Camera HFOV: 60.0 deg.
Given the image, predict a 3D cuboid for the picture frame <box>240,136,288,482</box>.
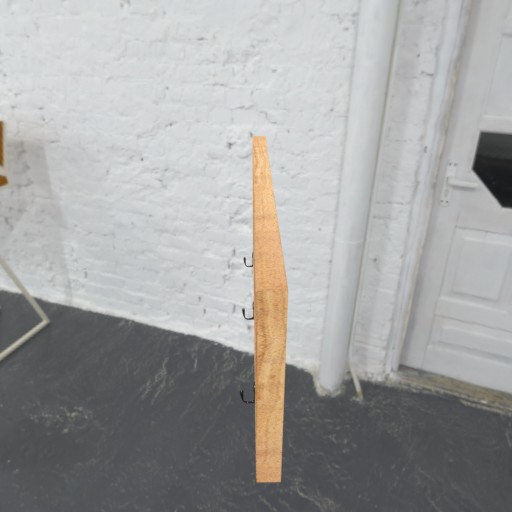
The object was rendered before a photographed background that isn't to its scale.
[{"bbox_3d":[0.000,0.000,0.669,0.045,0.234,0.582,0,27,-1],"label":"picture frame"}]
